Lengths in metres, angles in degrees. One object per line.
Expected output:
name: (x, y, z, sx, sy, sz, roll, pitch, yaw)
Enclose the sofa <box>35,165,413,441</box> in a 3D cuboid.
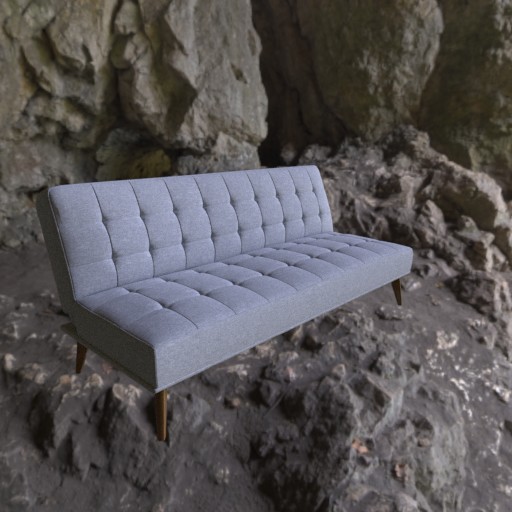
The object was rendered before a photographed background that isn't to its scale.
sofa: (0.000, 0.000, 2.264, 0.860, 0.810, 1.800, 14, 21, 42)
